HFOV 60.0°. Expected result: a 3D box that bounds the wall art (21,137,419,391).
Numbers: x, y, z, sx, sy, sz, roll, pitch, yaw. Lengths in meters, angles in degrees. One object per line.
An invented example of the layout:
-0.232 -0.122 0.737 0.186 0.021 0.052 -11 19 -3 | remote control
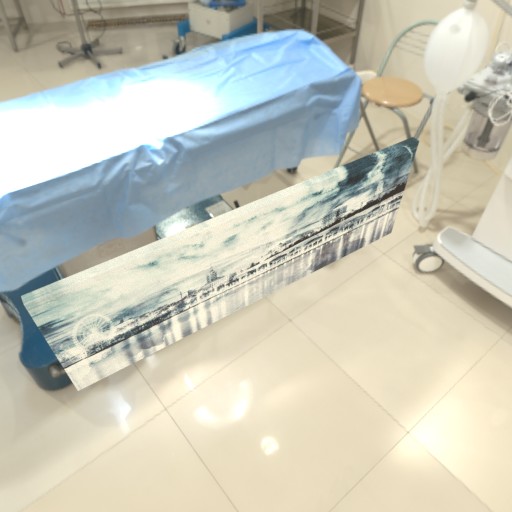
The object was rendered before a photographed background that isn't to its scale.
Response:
0.000 0.000 1.685 1.524 0.509 0.037 -25 51 -22 | wall art
